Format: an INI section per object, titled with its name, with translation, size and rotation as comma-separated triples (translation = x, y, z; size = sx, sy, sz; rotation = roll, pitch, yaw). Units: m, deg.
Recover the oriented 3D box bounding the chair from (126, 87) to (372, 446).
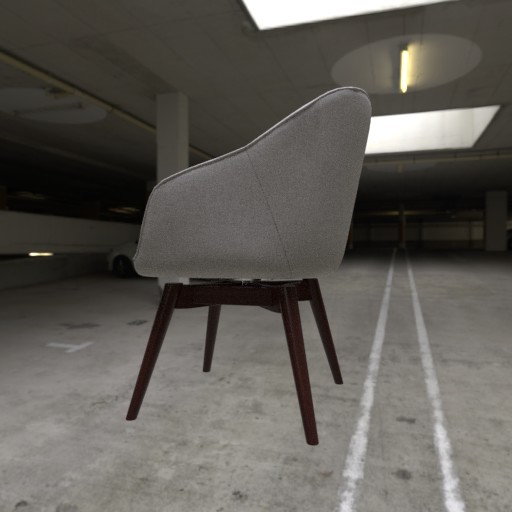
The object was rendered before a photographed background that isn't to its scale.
[chair]
translation = 0.000, 0.000, 1.262
size = 0.635, 0.823, 0.596
rotation = 0, 1, 18
